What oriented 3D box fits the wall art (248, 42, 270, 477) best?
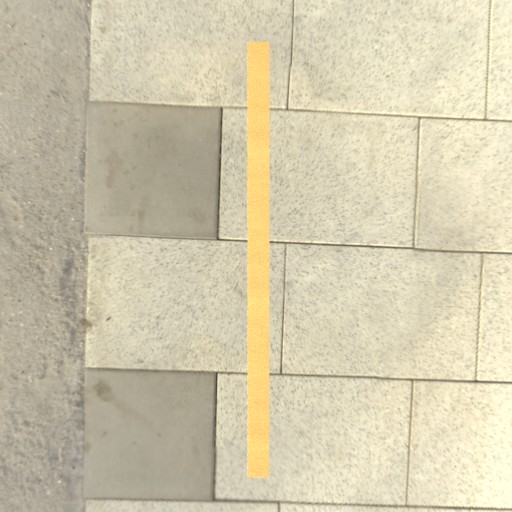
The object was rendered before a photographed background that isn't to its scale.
[{"bbox_3d":[0.000,0.000,2.934,0.097,1.936,1.935,0,92,-1],"label":"wall art"}]
